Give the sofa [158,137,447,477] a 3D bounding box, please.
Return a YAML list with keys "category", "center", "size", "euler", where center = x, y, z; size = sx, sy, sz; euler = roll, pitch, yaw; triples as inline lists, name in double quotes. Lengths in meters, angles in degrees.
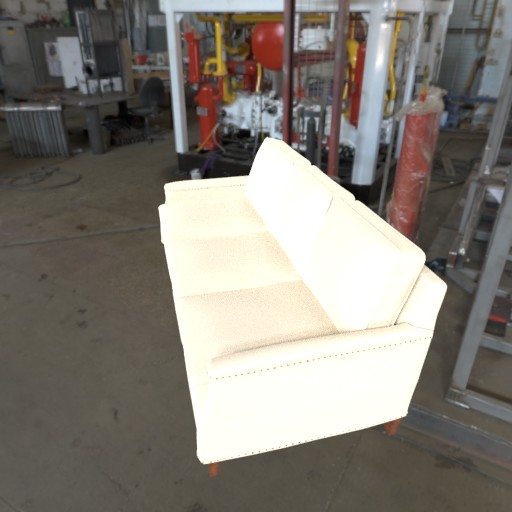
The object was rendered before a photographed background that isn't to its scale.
- category: "sofa"
  center: [0.000, 0.000, 2.774]
  size: [1.084, 1.003, 2.246]
  euler: [-7, 29, -13]
